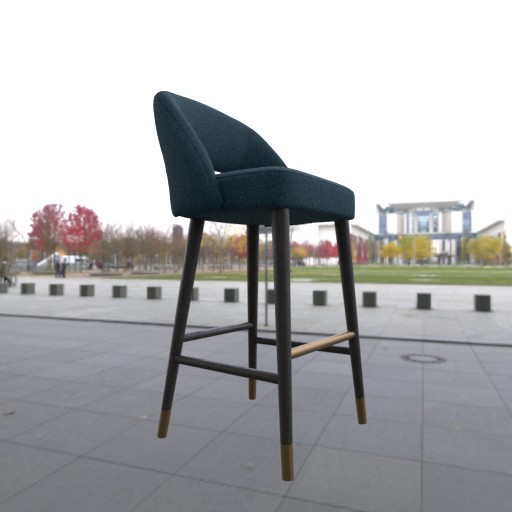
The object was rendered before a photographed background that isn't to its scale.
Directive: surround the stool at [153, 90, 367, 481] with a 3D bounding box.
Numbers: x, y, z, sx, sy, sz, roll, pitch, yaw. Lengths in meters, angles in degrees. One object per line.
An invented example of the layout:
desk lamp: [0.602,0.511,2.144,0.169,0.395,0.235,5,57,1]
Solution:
stool: [0.000,0.000,1.342,0.522,1.032,0.536,-1,-1,36]
